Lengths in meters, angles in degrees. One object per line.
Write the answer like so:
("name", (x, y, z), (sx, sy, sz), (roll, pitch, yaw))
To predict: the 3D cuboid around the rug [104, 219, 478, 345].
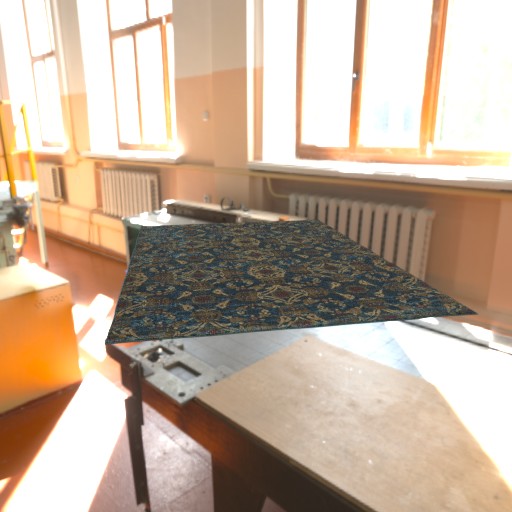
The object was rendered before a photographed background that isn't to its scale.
("rug", (0.000, 0.000, 4.235), (2.337, 0.013, 3.291), (-3, 16, -10))
